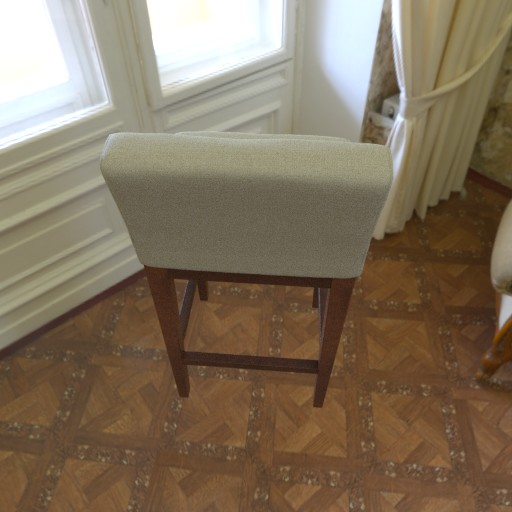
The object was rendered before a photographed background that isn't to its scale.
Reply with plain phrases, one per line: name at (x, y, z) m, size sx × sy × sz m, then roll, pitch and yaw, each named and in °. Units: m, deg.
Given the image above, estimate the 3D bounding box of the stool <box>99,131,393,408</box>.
stool at (0.000, 0.000, 1.224) m, size 0.511 × 0.937 × 0.500 m, roll 3°, pitch 46°, yaw 3°
